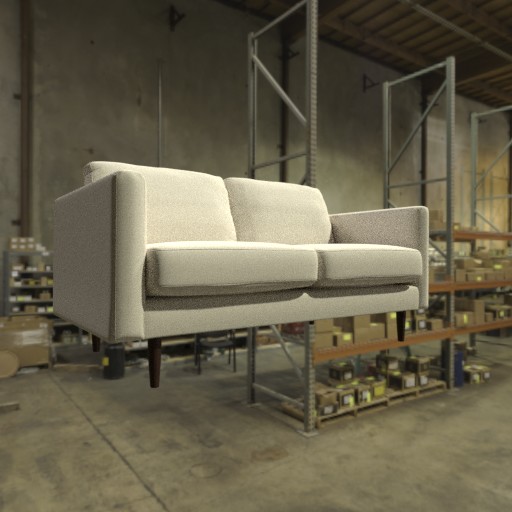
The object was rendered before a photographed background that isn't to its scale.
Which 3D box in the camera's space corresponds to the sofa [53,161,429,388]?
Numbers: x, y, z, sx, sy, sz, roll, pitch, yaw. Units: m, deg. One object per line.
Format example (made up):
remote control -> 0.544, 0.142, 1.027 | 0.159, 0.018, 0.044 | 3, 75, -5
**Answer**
sofa -> 0.000, 0.000, 2.212 | 1.713, 0.893, 0.940 | 0, 0, -36
